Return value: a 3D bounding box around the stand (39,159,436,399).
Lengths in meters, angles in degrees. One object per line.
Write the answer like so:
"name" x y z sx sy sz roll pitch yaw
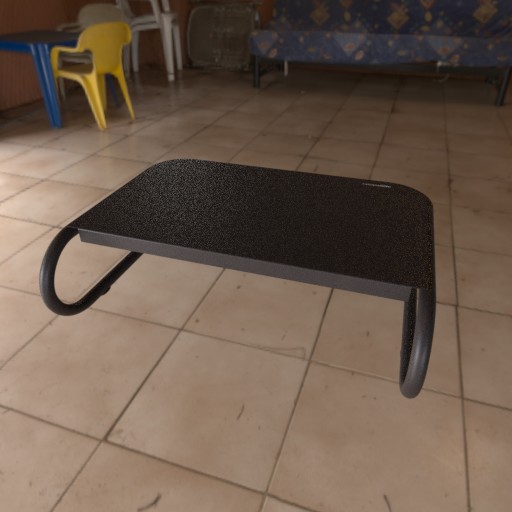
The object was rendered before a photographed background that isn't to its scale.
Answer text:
"stand" 0.000 0.000 0.509 0.370 0.108 0.280 10 34 15
